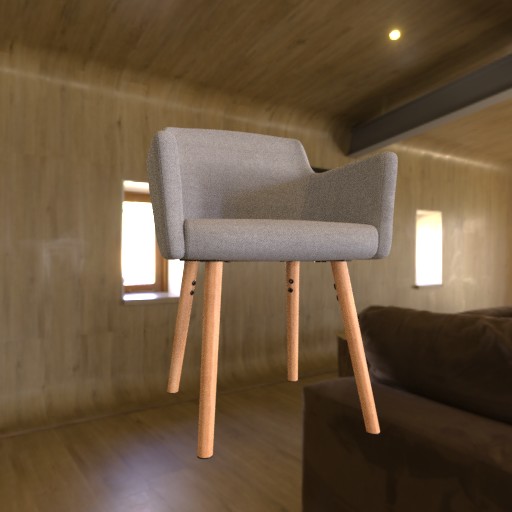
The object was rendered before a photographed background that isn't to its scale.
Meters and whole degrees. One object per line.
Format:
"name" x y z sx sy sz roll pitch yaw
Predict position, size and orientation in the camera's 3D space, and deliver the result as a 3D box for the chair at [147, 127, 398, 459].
"chair" 0.000 0.000 1.162 0.570 0.780 0.540 0 0 -19
